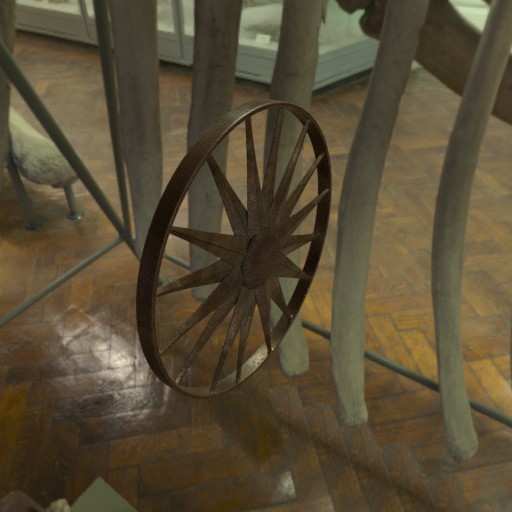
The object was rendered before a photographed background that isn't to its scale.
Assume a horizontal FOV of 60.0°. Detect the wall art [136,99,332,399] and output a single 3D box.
[{"bbox_3d":[0.000,0.000,0.872,0.084,0.583,0.582,24,46,26],"label":"wall art"}]
